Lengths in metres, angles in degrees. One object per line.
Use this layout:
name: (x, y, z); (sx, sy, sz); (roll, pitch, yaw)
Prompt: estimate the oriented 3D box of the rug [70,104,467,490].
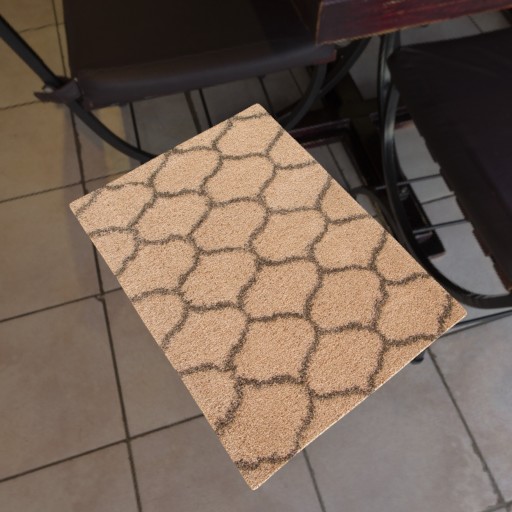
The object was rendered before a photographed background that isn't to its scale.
rug: (0.000, 0.000, 2.128); (1.200, 0.025, 1.600); (-33, 67, -16)
